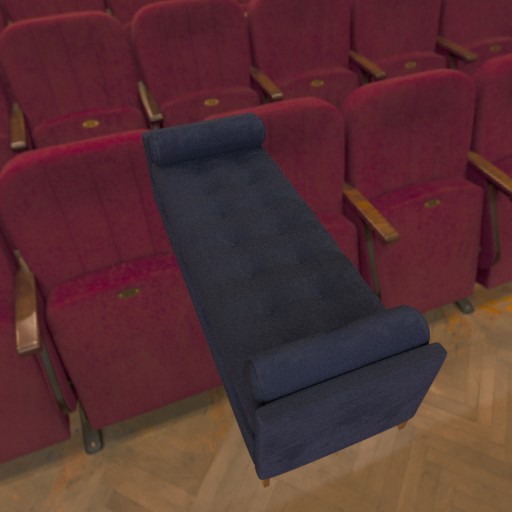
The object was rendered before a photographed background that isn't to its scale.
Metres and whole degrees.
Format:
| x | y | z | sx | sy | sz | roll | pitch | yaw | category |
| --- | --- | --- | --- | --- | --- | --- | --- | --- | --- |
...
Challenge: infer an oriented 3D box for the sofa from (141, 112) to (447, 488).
| x | y | z | sx | sy | sz | roll | pitch | yaw | category |
| --- | --- | --- | --- | --- | --- | --- | --- | --- | --- |
| 0.000 | 0.000 | 2.469 | 0.796 | 0.705 | 2.102 | -15 | 47 | -15 | sofa |
